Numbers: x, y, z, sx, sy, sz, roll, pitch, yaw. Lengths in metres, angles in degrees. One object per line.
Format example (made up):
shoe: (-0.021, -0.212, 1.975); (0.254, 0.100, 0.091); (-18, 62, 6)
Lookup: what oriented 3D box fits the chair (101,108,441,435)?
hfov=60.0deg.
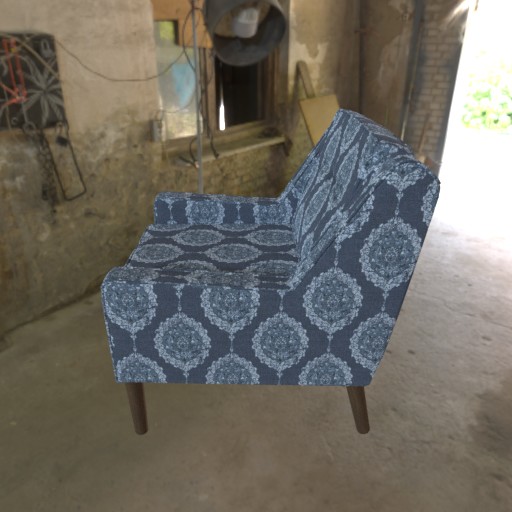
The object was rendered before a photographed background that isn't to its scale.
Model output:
chair: (0.000, 0.000, 1.313); (0.743, 0.792, 0.663); (0, 26, 0)
